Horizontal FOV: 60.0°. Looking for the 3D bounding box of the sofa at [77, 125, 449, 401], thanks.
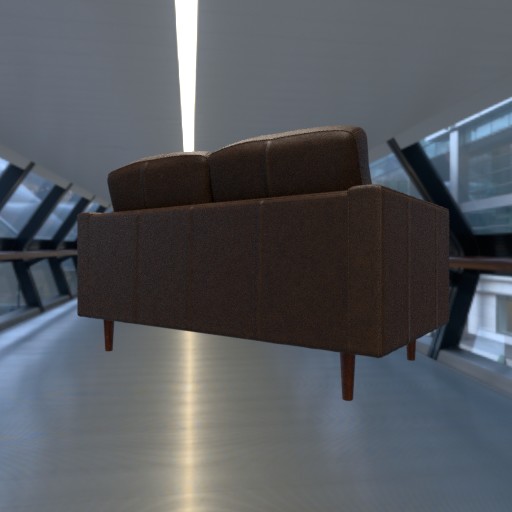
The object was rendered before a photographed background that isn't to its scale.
[{"bbox_3d":[0.000,0.000,2.140,1.578,0.951,0.909,0,0,36],"label":"sofa"}]
